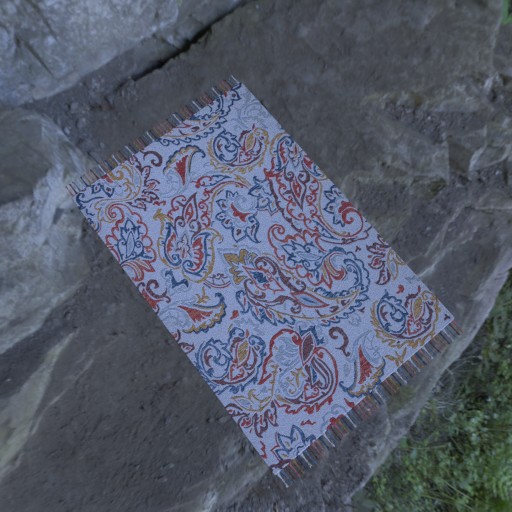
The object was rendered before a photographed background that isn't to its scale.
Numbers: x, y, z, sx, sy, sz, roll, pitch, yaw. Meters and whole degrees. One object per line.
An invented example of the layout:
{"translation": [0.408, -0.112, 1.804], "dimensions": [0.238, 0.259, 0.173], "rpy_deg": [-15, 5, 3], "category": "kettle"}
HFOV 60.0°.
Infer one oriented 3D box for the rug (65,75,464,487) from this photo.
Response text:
{"translation": [0.000, 0.000, 2.417], "dimensions": [1.218, 0.010, 1.997], "rpy_deg": [-37, 78, -9], "category": "rug"}
